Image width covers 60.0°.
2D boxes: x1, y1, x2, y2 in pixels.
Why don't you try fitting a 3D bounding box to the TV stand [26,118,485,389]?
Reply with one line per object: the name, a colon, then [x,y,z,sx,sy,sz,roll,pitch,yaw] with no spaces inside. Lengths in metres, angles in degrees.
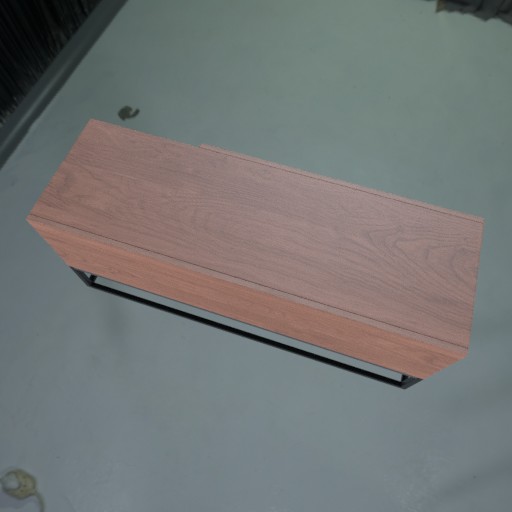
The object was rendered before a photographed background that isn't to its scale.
TV stand: [0.000,0.000,1.449,1.200,0.500,0.415,17,65,8]
